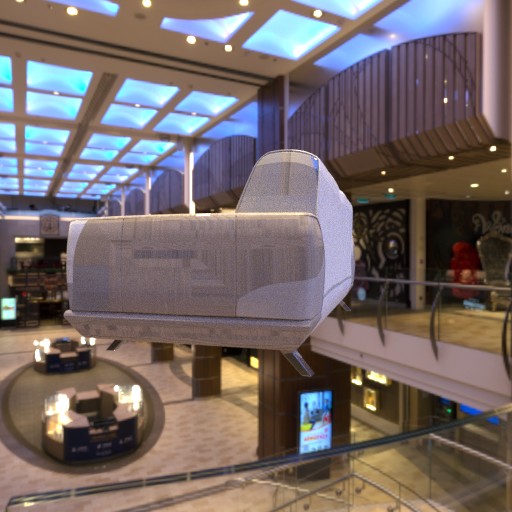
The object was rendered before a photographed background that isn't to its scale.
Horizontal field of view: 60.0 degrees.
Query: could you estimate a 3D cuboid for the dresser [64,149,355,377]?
[{"bbox_3d":[0.000,0.000,5.782,2.251,1.863,4.679,0,0,16],"label":"dresser"}]
